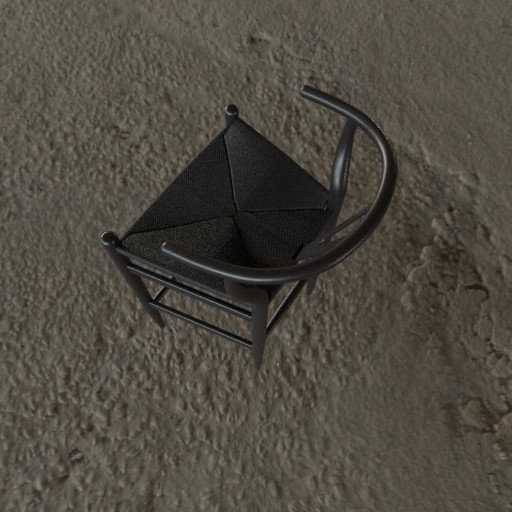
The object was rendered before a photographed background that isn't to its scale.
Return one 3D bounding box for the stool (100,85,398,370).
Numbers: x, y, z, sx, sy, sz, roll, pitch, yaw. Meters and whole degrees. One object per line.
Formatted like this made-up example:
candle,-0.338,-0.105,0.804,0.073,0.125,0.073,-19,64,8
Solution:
stool,0.000,0.000,1.344,0.579,0.970,0.569,32,68,15
